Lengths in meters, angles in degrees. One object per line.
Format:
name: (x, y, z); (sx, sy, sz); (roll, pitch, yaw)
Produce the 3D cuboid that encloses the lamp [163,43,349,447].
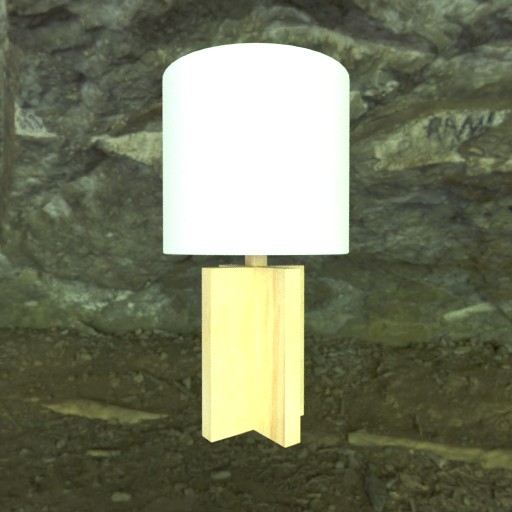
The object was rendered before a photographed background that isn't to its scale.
lamp: (0.000, 0.000, 0.557); (0.229, 0.428, 0.229); (-1, 1, -36)
